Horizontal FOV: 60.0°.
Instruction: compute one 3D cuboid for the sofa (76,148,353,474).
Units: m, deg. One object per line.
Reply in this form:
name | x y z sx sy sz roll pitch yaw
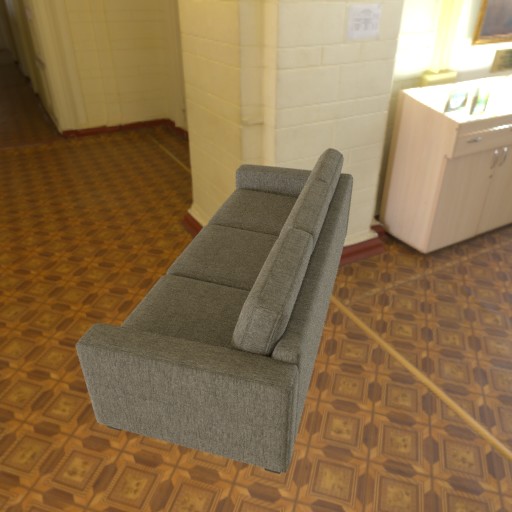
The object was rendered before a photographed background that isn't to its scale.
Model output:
sofa | 0.000 0.000 2.607 0.900 0.800 2.160 9 32 14
